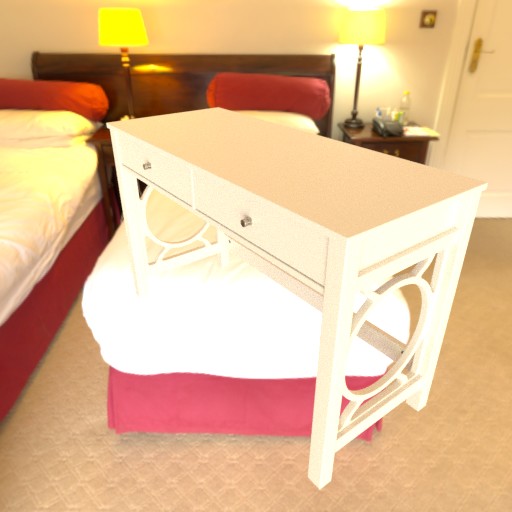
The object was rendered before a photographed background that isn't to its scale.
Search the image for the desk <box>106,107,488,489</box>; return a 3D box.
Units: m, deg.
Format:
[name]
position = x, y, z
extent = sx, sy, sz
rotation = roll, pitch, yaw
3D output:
[desk]
position = 0.000, 0.000, 1.536
extent = 0.504, 0.762, 1.191
rotation = -20, 35, -32
